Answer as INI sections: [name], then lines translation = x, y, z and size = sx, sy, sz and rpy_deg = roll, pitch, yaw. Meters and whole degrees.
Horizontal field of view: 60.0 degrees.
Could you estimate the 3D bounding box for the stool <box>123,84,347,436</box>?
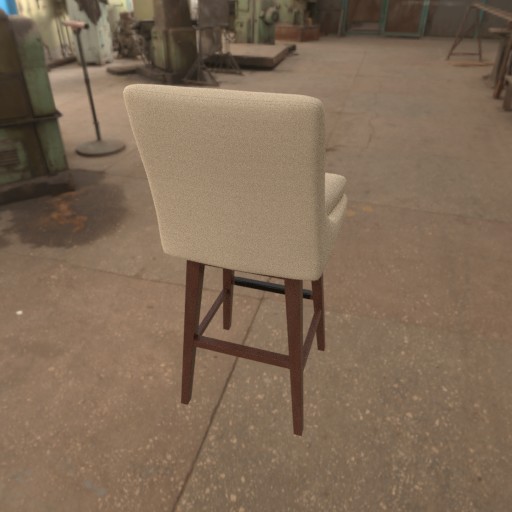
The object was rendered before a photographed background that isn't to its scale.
[stool]
translation = 0.000, 0.000, 1.388
size = 0.483, 1.093, 0.559
rpy_deg = 10, 34, 15
